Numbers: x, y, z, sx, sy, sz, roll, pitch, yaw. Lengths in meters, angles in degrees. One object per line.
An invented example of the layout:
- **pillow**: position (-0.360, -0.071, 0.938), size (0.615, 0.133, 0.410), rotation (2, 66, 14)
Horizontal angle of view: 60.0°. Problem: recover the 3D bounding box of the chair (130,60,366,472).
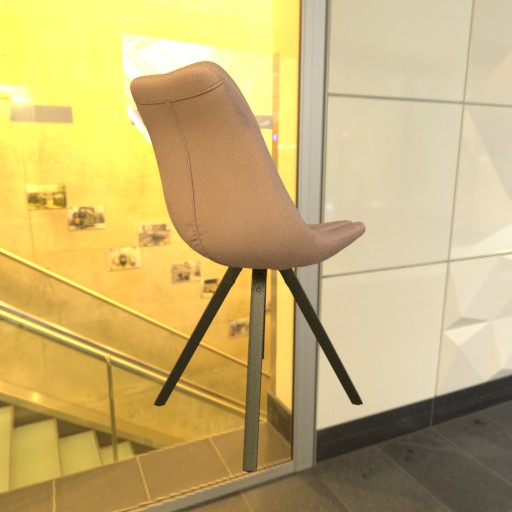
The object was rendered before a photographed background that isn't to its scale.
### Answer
- **chair**: position (0.000, 0.000, 1.177), size (0.547, 0.865, 0.483), rotation (-12, 17, -43)
